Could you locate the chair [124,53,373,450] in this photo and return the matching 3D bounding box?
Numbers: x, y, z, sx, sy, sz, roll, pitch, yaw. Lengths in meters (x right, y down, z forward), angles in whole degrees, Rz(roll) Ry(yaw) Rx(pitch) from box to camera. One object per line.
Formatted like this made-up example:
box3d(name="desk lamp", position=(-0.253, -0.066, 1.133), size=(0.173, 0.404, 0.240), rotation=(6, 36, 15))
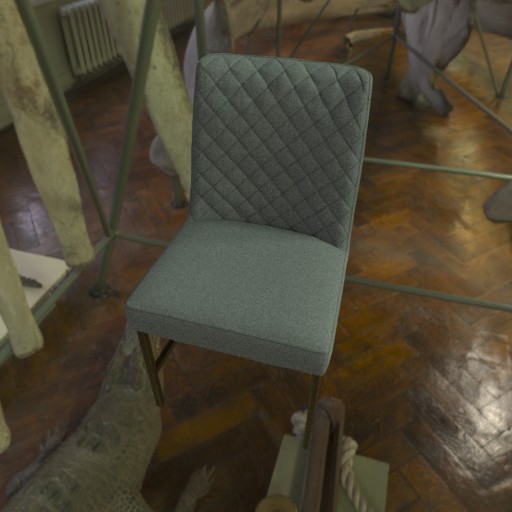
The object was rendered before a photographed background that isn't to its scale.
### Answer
box3d(name="chair", position=(0.000, 0.000, 1.225), size=(0.508, 0.889, 0.587), rotation=(11, 41, 13))
